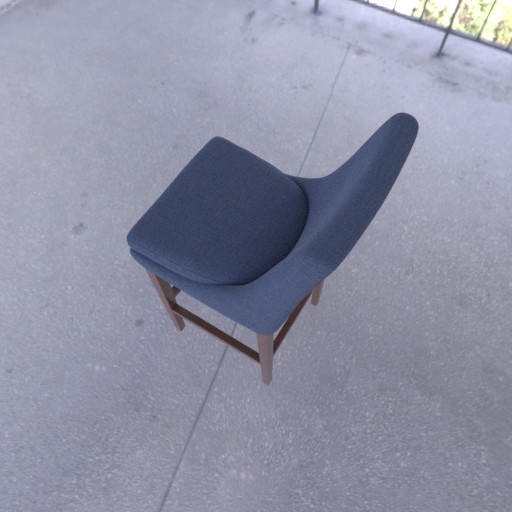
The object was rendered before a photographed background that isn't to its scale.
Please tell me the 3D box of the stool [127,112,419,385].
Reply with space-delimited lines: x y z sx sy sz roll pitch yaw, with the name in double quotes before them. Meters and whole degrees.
"stool" 0.000 0.000 1.355 0.577 1.078 0.470 29 65 15
